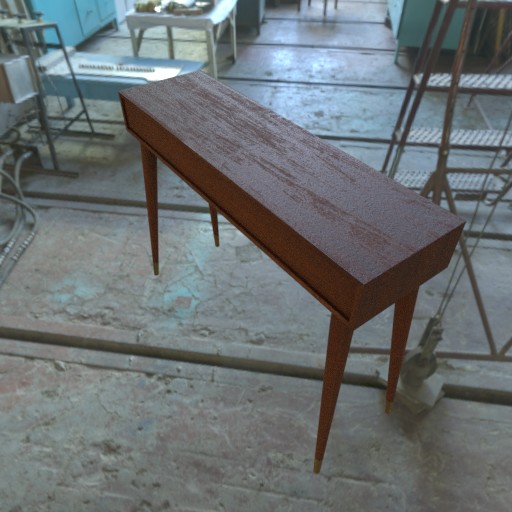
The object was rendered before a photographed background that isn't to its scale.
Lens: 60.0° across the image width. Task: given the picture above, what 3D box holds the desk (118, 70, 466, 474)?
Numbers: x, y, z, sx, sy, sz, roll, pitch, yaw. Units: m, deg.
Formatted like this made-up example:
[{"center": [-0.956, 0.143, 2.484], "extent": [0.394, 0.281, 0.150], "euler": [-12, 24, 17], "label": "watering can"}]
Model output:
[{"center": [0.000, 0.000, 1.628], "extent": [0.384, 0.917, 1.204], "euler": [-27, 49, -26], "label": "desk"}]
